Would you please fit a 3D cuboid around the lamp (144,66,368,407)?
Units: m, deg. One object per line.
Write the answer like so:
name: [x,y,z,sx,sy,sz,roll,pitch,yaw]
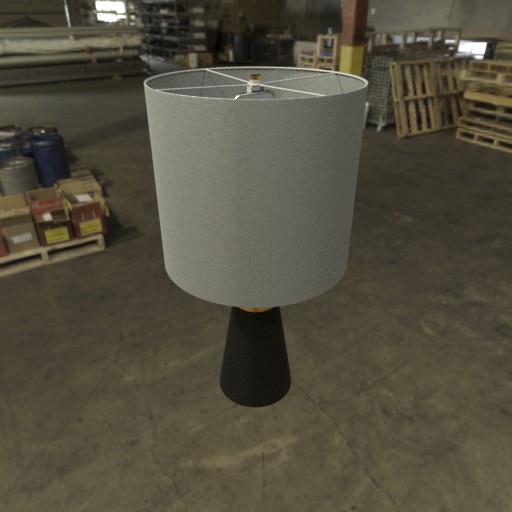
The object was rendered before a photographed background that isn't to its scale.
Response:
lamp: [0.000,0.000,0.761,0.308,0.580,0.308,-18,34,-29]
